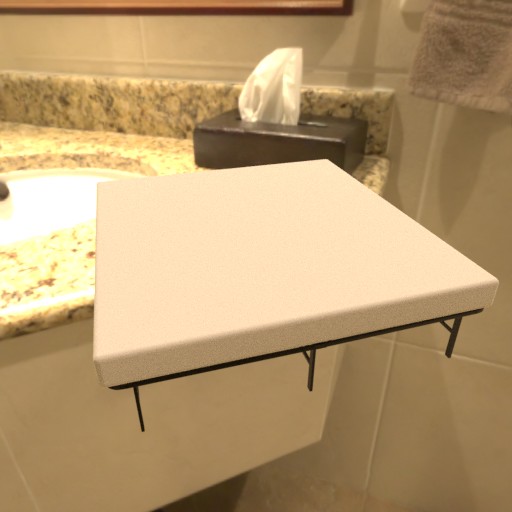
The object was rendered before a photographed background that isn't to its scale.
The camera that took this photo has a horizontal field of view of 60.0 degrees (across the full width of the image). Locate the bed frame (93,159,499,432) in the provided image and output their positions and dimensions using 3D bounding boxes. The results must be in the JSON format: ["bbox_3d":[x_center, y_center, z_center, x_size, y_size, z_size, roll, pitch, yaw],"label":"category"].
[{"bbox_3d":[0.000,0.000,2.917,1.935,0.525,2.033,-9,31,-15],"label":"bed frame"}]
